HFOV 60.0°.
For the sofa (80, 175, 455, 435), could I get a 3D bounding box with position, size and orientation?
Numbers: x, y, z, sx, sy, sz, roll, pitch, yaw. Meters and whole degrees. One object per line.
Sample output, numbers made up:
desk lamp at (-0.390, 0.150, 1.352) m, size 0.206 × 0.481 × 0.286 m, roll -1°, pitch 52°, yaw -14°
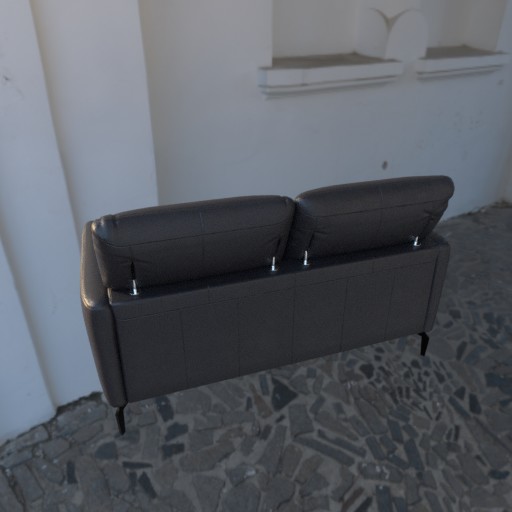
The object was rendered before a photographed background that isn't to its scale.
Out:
sofa at (0.000, 0.000, 2.155) m, size 1.596 × 0.920 × 0.958 m, roll -9°, pitch 29°, yaw -17°
